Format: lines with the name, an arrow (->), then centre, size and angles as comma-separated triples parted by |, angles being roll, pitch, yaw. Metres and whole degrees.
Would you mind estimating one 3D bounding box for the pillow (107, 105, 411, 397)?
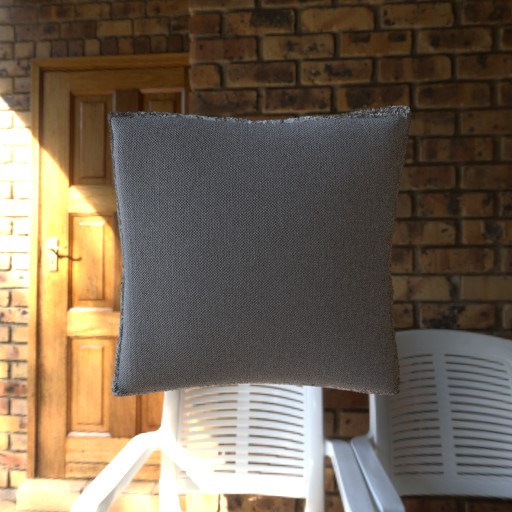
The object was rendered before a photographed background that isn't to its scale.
pillow -> 0.000, 0.000, 0.803 | 0.529, 0.515, 0.218 | 0, -1, -1
